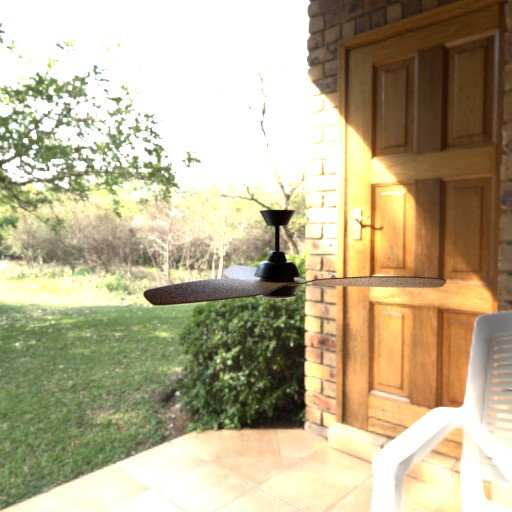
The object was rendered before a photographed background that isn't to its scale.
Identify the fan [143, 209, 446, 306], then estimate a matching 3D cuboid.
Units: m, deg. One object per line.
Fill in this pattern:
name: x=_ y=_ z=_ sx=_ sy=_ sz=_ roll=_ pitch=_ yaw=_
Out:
fan: x=0.000 y=0.000 z=1.673 sx=1.142 sy=0.355 sz=1.010 roll=2 pitch=3 yaw=37
